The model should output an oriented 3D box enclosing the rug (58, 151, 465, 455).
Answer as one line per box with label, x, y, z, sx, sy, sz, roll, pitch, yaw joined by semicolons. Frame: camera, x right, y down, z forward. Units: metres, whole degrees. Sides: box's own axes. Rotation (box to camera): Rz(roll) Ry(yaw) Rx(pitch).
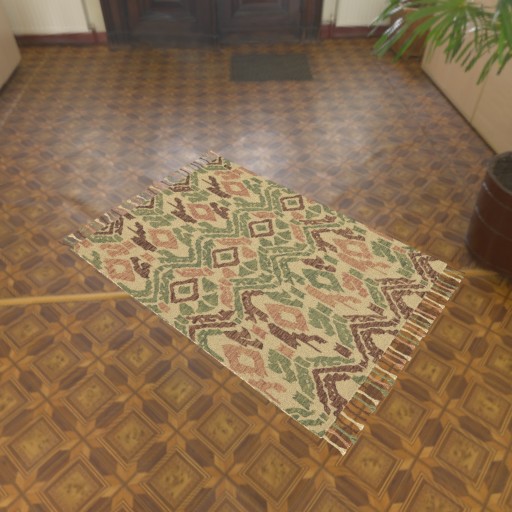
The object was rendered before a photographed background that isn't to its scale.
rug;0.000;0.000;2.352;1.829;0.010;1.219;30;52;27
